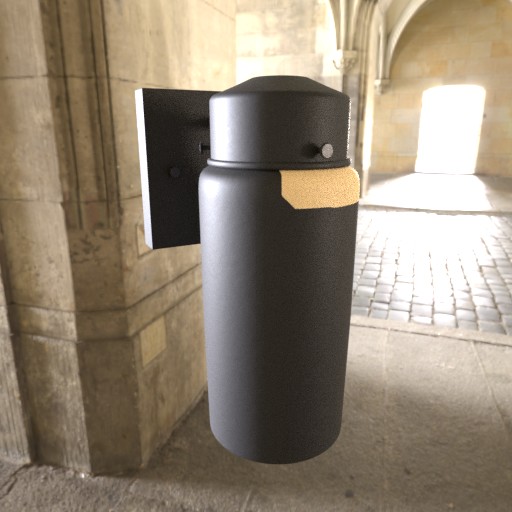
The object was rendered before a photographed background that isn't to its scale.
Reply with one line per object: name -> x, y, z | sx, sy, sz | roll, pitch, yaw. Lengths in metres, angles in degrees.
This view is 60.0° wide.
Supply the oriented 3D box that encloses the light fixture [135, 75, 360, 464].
light fixture -> 0.000, 0.000, 0.352 | 0.130, 0.257, 0.176 | -8, 18, -27
